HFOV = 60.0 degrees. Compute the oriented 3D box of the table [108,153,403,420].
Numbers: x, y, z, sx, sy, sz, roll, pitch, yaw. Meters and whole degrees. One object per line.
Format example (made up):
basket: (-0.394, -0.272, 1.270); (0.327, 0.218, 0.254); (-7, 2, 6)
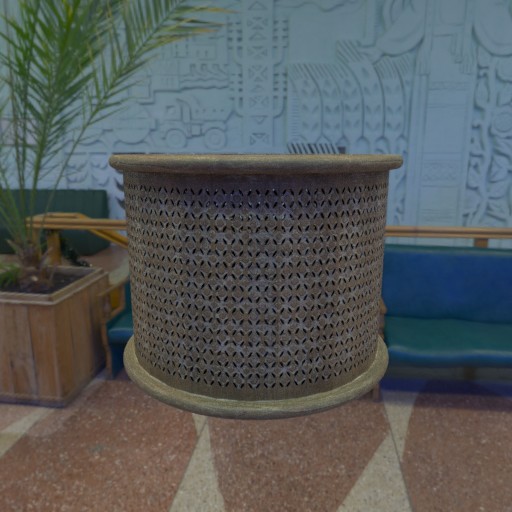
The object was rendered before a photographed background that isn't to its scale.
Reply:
table: (0.000, 0.000, 1.008); (0.607, 0.450, 0.607); (0, 13, 0)
